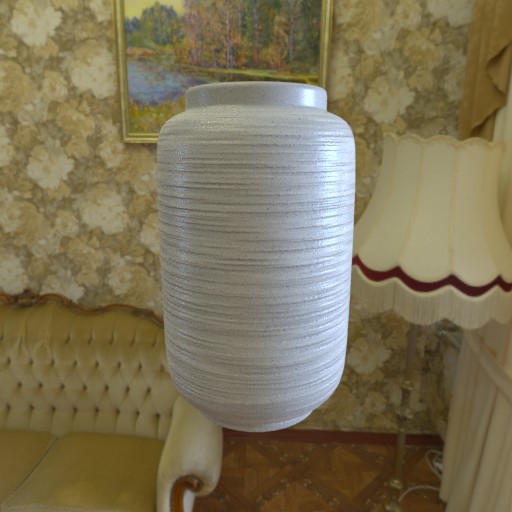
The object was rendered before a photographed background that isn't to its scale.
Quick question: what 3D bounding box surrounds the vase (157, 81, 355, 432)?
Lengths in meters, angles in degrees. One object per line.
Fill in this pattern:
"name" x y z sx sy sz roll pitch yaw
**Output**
"vase" 0.000 0.000 0.478 0.202 0.335 0.202 0 14 0
